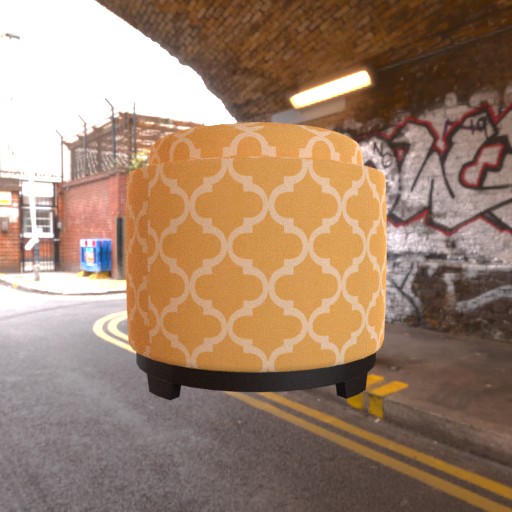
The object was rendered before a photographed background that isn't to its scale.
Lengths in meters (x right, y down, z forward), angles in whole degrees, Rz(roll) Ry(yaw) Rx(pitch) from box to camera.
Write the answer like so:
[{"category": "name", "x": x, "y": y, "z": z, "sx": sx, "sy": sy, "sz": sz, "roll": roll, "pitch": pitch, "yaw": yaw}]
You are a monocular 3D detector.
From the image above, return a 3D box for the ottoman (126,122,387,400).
[{"category": "ottoman", "x": 0.000, "y": 0.000, "z": 0.849, "sx": 0.480, "sy": 0.429, "sz": 0.480, "roll": 0, "pitch": 2, "yaw": 0}]
